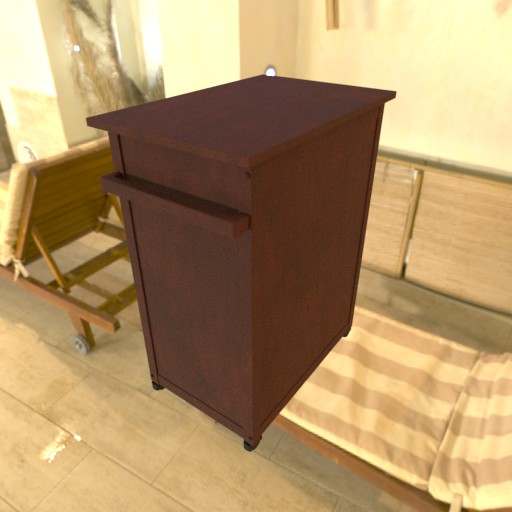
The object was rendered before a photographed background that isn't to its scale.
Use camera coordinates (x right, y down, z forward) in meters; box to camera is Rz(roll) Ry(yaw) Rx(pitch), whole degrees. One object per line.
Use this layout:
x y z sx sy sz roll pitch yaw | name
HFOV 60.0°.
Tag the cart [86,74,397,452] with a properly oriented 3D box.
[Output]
0.000 0.000 1.297 0.442 0.864 0.683 21 37 30 | cart
